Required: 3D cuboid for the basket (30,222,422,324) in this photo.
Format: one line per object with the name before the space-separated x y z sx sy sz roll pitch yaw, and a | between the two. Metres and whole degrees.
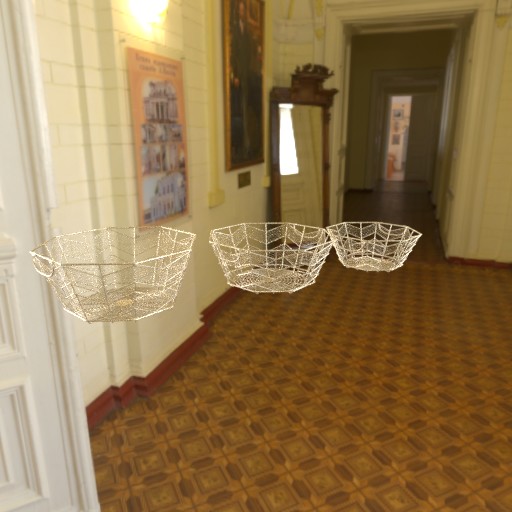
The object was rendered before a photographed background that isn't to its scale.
basket | 0.000 0.000 1.384 1.246 0.178 0.432 -7 17 -25
